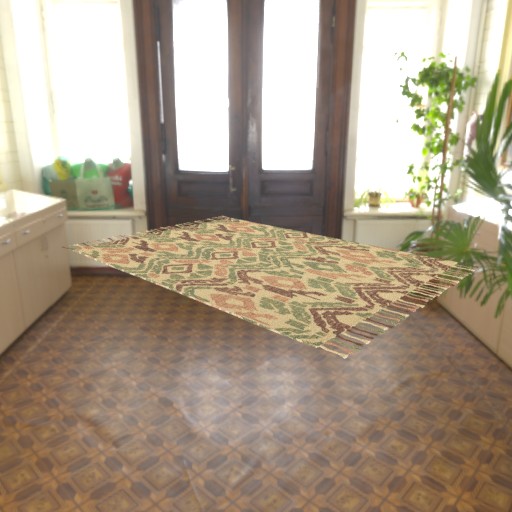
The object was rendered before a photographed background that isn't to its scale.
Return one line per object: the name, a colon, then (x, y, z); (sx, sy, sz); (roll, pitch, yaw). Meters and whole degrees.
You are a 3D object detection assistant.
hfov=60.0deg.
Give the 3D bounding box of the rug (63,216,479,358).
rug: (0.000, 0.000, 2.290); (1.829, 0.010, 1.219); (15, 22, 41)
